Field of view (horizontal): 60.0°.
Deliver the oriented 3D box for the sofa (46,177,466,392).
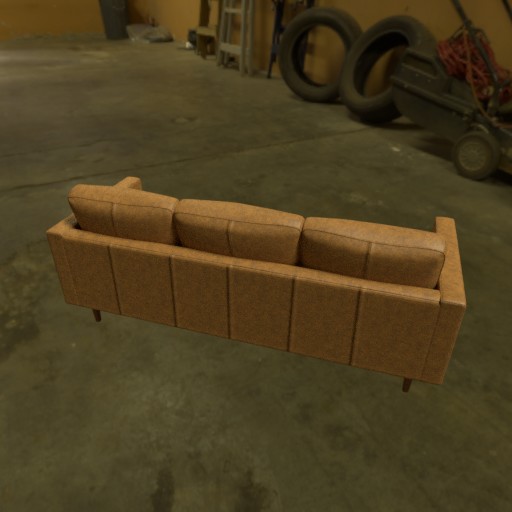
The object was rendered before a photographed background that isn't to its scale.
[{"bbox_3d":[0.000,0.000,2.712,2.231,0.930,0.903,9,33,15],"label":"sofa"}]
